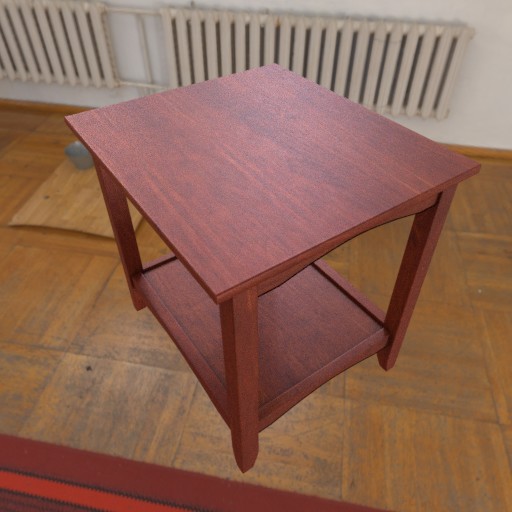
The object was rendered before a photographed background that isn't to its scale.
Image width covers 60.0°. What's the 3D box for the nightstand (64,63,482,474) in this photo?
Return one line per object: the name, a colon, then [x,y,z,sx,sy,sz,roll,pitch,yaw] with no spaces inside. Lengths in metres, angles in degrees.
nightstand: [0.000,0.000,0.965,0.501,0.558,0.558,-25,48,-25]
